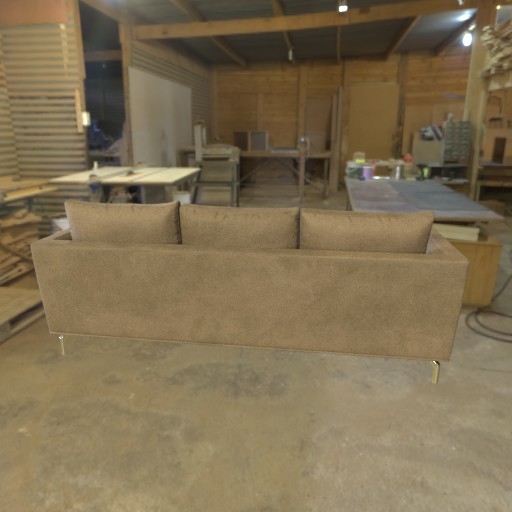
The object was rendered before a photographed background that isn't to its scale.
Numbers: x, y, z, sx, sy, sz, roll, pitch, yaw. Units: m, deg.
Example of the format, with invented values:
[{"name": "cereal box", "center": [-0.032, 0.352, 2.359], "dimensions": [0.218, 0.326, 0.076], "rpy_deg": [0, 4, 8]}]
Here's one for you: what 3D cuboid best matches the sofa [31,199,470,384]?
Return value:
[{"name": "sofa", "center": [0.000, 0.000, 3.243], "dimensions": [2.438, 0.987, 1.622], "rpy_deg": [2, 16, 8]}]
